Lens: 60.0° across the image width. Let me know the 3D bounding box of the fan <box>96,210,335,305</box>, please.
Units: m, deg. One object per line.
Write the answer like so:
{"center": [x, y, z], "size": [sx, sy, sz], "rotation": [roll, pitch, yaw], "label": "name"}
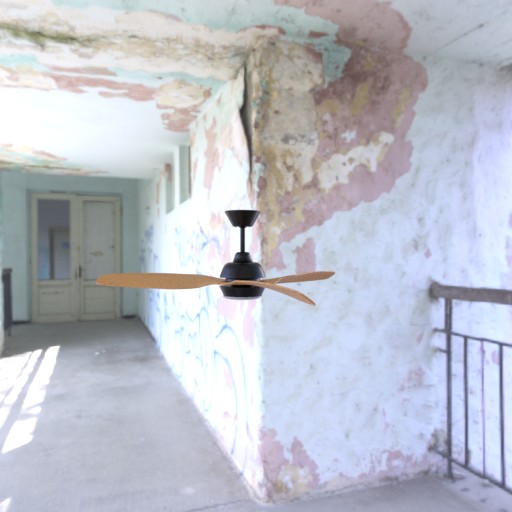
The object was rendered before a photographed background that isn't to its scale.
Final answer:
{"center": [0.000, 0.000, 1.643], "size": [1.142, 0.355, 1.010], "rotation": [0, 1, -18], "label": "fan"}
